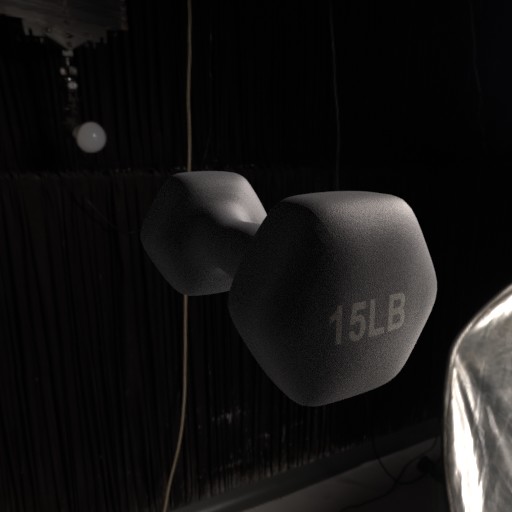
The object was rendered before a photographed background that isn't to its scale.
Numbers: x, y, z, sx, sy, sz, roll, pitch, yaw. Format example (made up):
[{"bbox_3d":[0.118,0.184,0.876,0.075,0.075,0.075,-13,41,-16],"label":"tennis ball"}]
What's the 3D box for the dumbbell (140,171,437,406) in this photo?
[{"bbox_3d":[0.000,0.000,0.308,0.116,0.105,0.240,-7,16,-26],"label":"dumbbell"}]
